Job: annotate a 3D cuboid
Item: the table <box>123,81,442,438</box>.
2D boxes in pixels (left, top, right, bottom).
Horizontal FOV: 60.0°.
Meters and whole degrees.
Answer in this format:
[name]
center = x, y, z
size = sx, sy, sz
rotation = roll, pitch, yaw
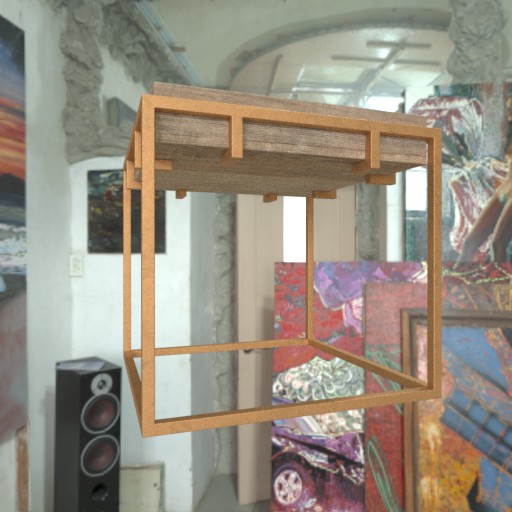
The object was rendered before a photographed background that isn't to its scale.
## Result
[table]
center = 0.000, 0.000, 1.094
size = 0.599, 0.584, 0.599
rotation = 0, 0, -19
